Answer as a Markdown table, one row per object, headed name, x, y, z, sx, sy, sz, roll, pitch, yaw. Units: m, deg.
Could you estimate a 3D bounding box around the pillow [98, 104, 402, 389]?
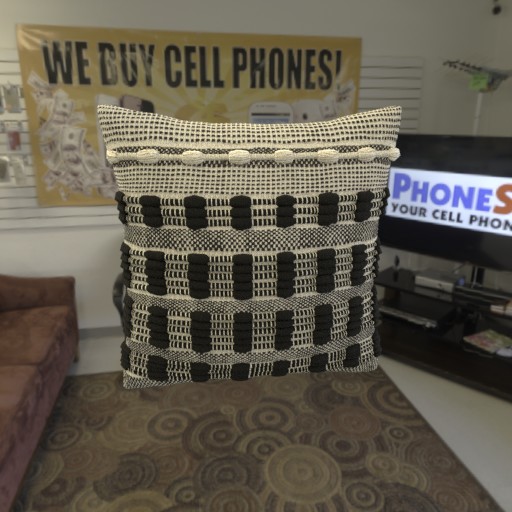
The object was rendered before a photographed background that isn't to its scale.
| name | x | y | z | sx | sy | sz | roll | pitch | yaw |
| --- | --- | --- | --- | --- | --- | --- | --- | --- | --- |
| pillow | 0.000 | 0.000 | 0.679 | 0.436 | 0.438 | 0.156 | -2 | 17 | -7 |
